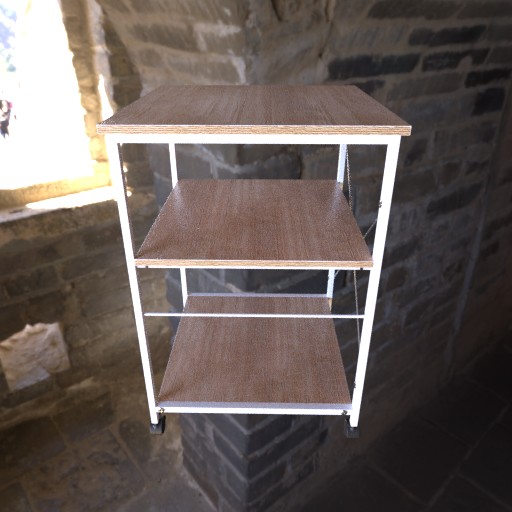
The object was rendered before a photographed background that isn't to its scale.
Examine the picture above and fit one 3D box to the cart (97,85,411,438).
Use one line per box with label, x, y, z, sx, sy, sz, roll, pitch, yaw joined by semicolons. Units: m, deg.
cart;0.000;0.000;1.138;0.520;0.762;0.521;0;28;1
